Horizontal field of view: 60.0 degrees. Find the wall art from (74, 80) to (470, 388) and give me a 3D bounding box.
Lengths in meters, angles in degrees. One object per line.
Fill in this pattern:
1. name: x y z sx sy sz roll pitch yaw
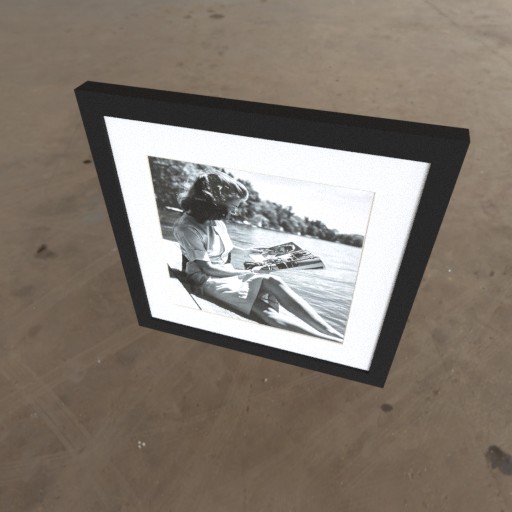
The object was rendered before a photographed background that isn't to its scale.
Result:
1. wall art: 0.000 0.000 0.662 0.462 0.458 0.030 12 43 13
